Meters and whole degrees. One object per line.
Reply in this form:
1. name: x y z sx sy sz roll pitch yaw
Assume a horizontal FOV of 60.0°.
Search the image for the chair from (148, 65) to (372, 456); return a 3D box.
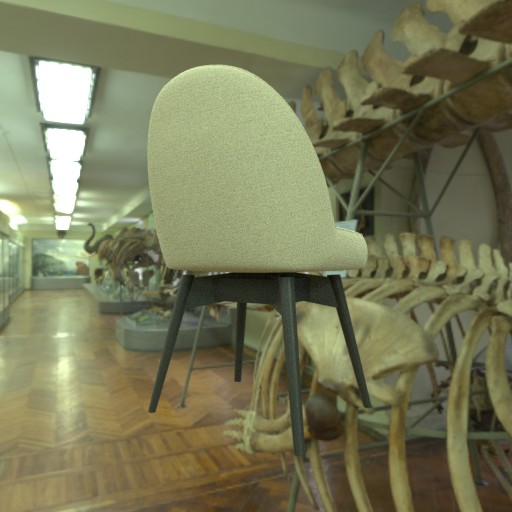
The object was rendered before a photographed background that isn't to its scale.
1. chair: 0.000 0.000 1.195 0.532 0.838 0.540 -1 -1 36
